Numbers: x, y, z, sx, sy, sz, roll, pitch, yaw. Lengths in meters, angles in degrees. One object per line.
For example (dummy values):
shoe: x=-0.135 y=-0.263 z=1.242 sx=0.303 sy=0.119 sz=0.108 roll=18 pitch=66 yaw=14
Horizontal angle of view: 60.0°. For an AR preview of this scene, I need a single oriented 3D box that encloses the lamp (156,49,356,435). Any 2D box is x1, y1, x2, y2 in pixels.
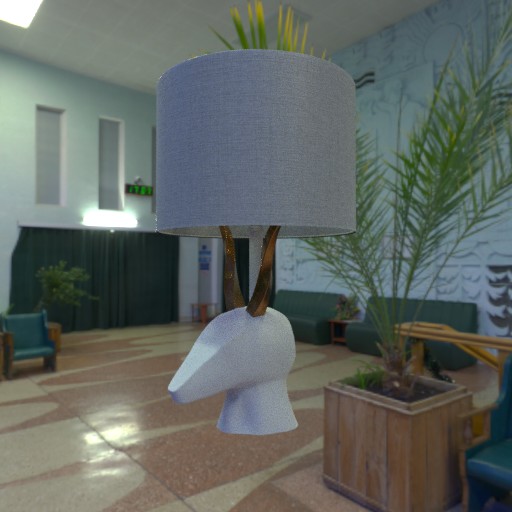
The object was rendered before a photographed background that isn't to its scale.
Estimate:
lamp: x=0.000 y=0.000 z=0.677 sx=0.298 sy=0.503 sz=0.298 roll=1 pitch=-1 yaw=-36
